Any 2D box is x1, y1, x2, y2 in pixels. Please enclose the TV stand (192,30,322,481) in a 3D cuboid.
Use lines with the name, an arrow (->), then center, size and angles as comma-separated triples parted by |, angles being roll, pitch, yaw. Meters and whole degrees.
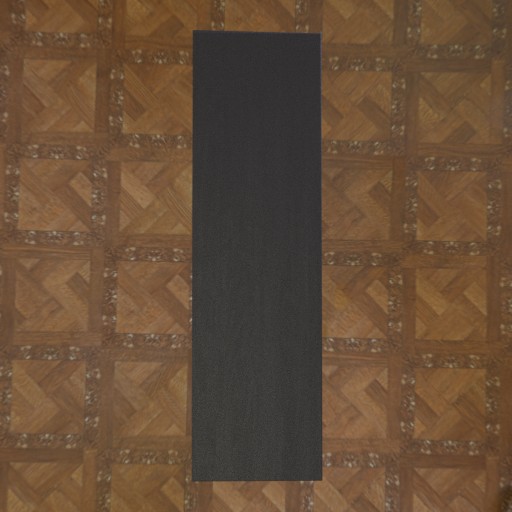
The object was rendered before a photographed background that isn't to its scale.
TV stand -> 0.000, 0.000, 1.515 | 0.347, 0.681, 1.198 | 0, 89, -1
